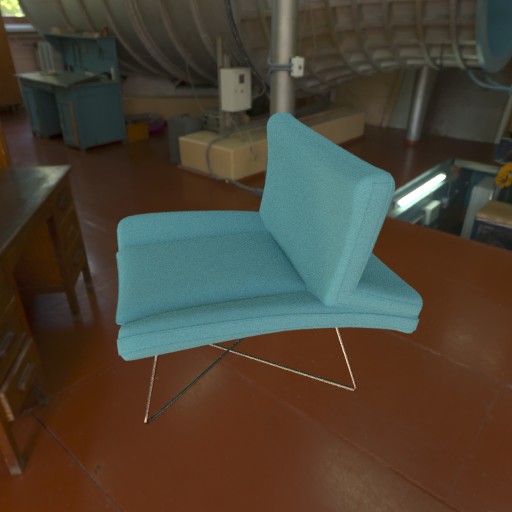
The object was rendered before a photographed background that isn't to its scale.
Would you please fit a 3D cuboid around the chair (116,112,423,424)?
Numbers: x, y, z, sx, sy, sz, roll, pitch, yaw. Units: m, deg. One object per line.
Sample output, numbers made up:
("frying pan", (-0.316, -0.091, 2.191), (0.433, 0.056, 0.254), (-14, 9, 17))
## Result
("chair", (0.000, 0.000, 1.637), (1.008, 0.855, 0.859), (-8, 30, -13))
